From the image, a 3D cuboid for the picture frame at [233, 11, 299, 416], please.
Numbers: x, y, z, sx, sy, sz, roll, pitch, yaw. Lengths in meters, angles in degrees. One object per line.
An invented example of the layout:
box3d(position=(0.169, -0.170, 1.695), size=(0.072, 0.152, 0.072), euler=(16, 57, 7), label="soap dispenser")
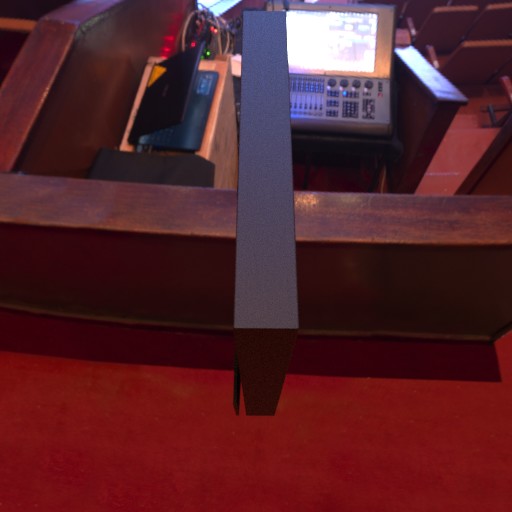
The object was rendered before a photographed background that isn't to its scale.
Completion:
box3d(position=(0.000, 0.000, 0.269), size=(0.028, 0.208, 0.157), euler=(0, 63, 0), label="picture frame")
